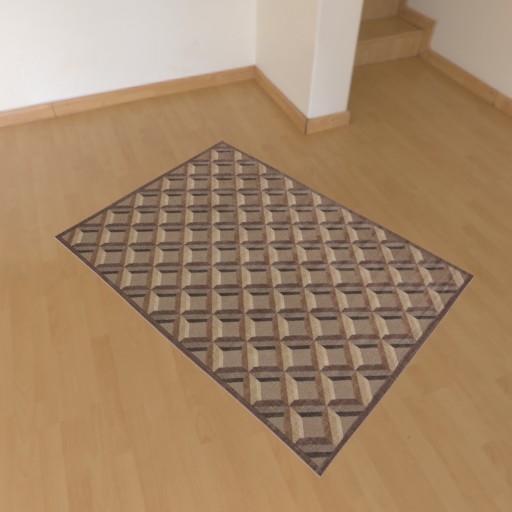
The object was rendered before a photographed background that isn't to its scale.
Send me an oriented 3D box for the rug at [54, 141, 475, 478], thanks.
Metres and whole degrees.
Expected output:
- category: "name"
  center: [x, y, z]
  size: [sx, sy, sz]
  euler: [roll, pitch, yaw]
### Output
- category: "rug"
  center: [0.000, 0.000, 2.892]
  size: [2.260, 0.013, 1.600]
  euler: [34, 56, 27]
